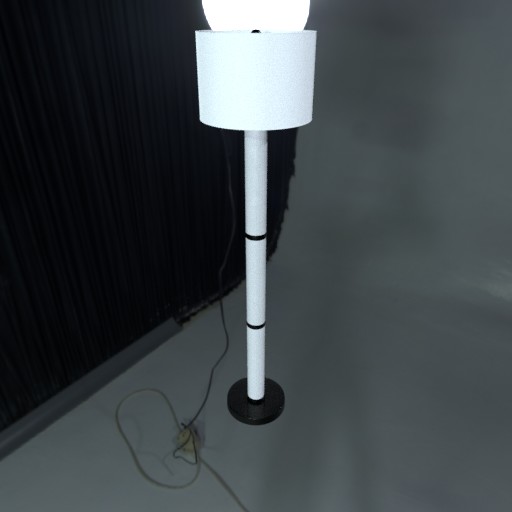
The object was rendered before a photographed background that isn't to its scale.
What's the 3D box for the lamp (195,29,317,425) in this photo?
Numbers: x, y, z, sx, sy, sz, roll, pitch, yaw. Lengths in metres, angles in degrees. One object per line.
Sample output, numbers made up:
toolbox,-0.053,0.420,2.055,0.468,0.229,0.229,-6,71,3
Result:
lamp,0.000,0.000,1.752,0.377,1.599,0.377,18,33,29
